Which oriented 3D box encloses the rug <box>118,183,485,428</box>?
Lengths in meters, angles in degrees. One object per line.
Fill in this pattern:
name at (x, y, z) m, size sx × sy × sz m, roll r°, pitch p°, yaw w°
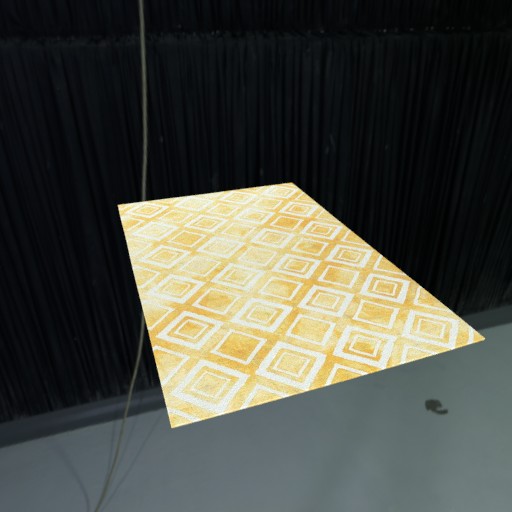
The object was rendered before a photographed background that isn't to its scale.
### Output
rug at (0.000, 0.000, 2.266) m, size 1.213 × 0.010 × 1.829 m, roll -10°, pitch 31°, yaw -17°
